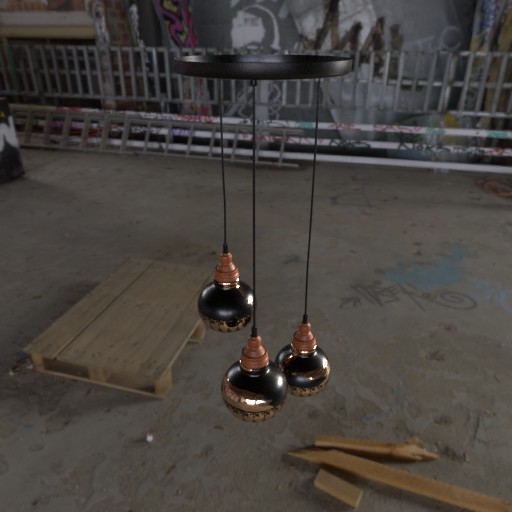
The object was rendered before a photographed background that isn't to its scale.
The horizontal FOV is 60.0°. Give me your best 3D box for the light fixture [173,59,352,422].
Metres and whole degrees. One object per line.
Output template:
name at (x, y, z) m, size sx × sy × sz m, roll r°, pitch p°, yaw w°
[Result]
light fixture at (0.000, 0.000, 1.726) m, size 0.605 × 1.410 × 0.608 m, roll 18°, pitch 32°, yaw 31°
